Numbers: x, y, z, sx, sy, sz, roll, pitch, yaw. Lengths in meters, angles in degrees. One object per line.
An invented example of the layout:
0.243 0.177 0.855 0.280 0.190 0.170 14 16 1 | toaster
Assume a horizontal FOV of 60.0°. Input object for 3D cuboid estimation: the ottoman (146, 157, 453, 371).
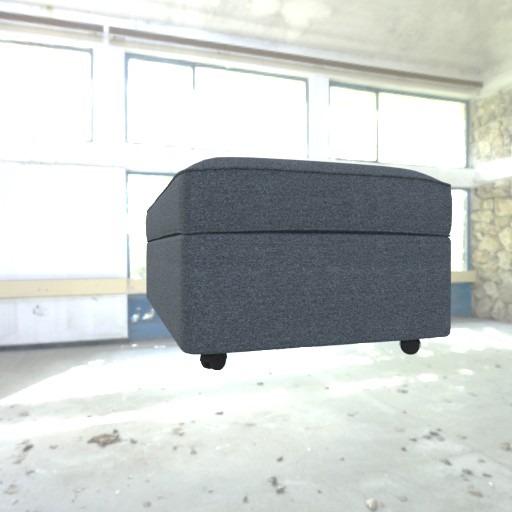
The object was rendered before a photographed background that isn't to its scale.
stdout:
0.000 0.000 1.546 0.681 0.494 1.173 0 1 -18 | ottoman
